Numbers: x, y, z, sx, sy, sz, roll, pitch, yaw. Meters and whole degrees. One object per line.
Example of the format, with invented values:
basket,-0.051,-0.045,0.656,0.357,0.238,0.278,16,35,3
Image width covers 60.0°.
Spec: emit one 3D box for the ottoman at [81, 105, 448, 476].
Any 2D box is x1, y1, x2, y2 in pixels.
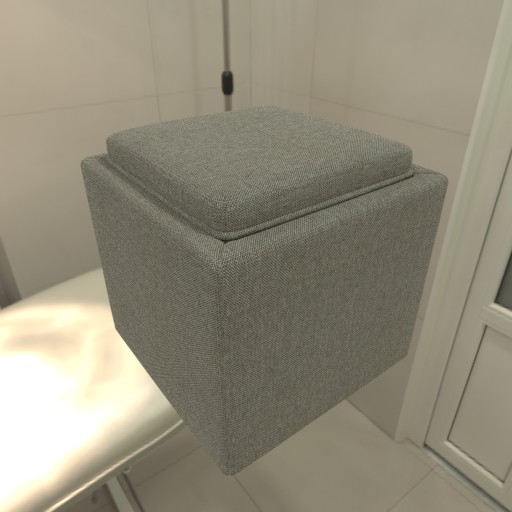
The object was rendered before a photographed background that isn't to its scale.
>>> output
ottoman,0.000,0.000,0.828,0.450,0.460,0.450,-21,37,-31
